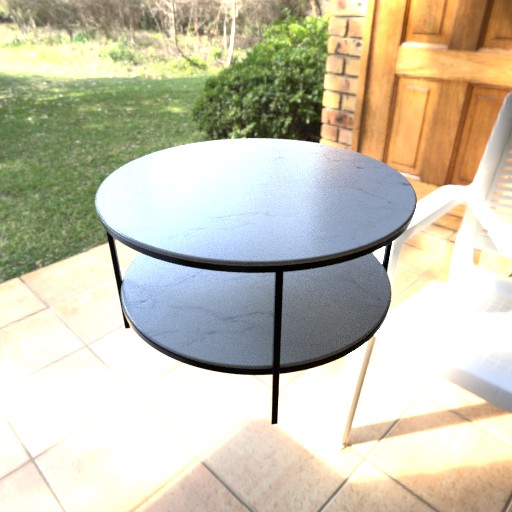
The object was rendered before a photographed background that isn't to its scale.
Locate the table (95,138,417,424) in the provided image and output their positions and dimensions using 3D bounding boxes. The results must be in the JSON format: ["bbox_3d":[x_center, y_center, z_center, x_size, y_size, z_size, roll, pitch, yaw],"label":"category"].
[{"bbox_3d":[0.000,0.000,1.266,0.800,0.450,0.800,0,31,0],"label":"table"}]
